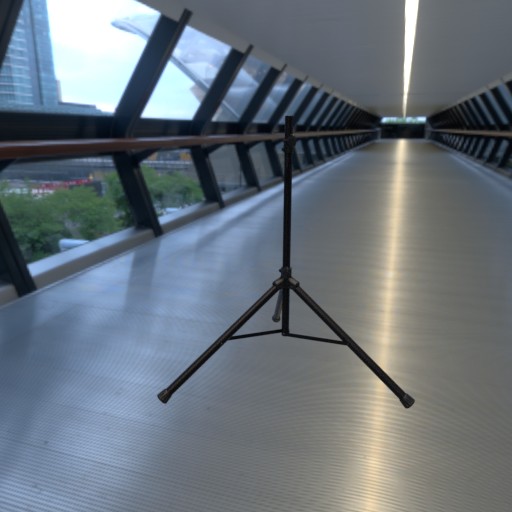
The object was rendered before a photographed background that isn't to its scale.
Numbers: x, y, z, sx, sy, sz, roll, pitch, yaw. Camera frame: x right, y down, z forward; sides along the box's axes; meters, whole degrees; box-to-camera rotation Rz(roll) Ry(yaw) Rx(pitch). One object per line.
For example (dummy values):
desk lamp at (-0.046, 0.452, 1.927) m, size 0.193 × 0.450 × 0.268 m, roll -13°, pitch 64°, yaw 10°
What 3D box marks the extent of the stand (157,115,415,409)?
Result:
stand at (0.000, 0.000, 1.868) m, size 0.907 × 1.136 × 1.045 m, roll -8°, pitch 17°, yaw -27°
